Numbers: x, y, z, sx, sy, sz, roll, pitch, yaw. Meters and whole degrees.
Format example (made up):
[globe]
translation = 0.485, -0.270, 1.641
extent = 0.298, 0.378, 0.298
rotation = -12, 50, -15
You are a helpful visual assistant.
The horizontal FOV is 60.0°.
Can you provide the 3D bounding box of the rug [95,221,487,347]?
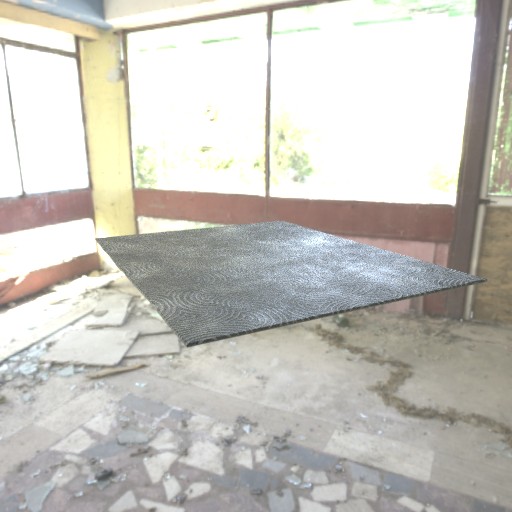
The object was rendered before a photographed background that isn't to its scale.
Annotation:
[rug]
translation = 0.000, 0.000, 4.171
extent = 2.456, 0.021, 3.042
rotation = -7, 16, -27
